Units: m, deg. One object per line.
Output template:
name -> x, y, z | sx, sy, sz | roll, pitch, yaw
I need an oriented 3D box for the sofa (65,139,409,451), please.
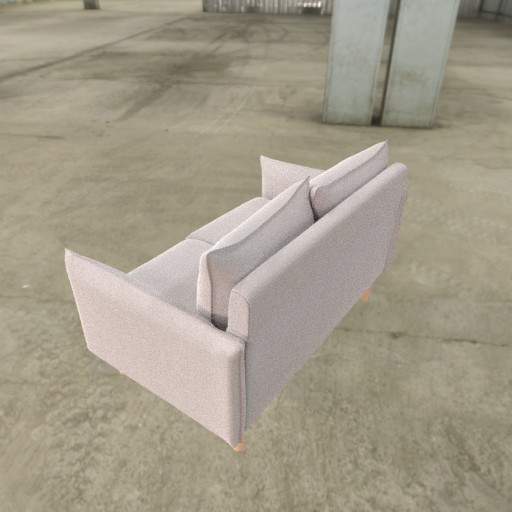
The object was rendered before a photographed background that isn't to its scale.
sofa -> 0.000, 0.000, 1.881 | 0.820, 0.840, 1.300 | 21, 38, 30
